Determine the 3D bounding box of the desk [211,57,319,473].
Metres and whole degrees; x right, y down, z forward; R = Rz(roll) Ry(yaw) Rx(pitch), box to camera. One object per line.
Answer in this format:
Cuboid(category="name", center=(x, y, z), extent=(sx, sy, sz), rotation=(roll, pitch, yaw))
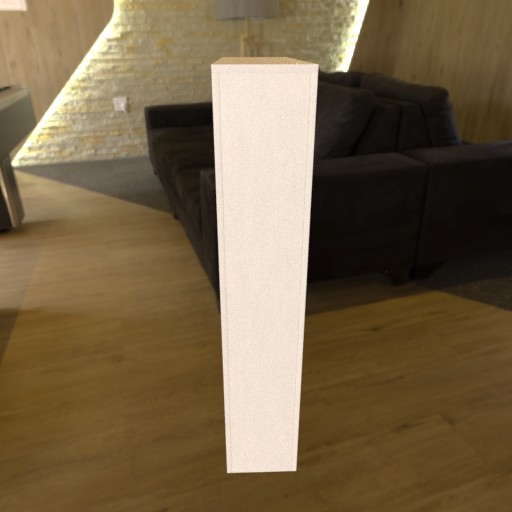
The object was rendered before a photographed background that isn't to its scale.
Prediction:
Cuboid(category="desk", center=(0.000, 0.000, 1.581), extent=(0.250, 1.280, 0.750), rotation=(-1, 25, -2))
